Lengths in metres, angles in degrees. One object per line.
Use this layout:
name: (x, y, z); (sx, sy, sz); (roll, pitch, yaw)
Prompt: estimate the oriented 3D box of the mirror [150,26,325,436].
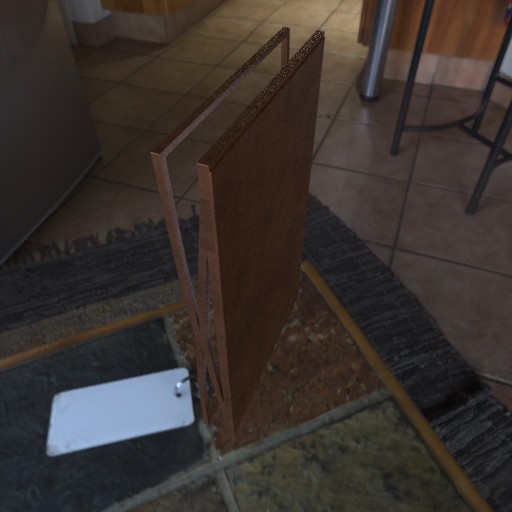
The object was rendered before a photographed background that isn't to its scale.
mirror: (0.000, 0.000, 0.946); (0.082, 0.768, 0.468); (17, 48, 16)
